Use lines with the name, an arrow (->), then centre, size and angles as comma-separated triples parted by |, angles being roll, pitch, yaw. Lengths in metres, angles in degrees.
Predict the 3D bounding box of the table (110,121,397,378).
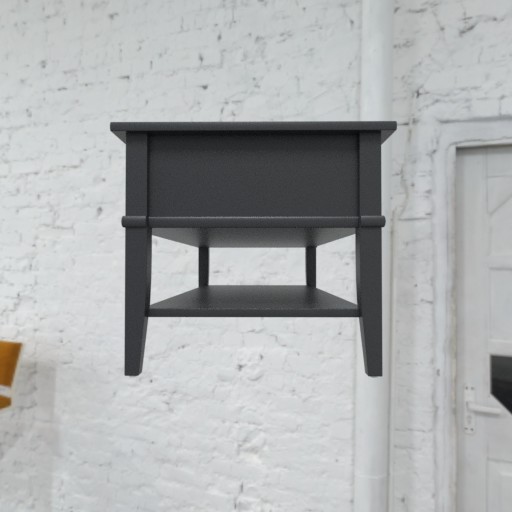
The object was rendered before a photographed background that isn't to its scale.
table -> 0.000, 0.000, 1.324 | 0.523, 0.470, 1.044 | 0, -1, 1
